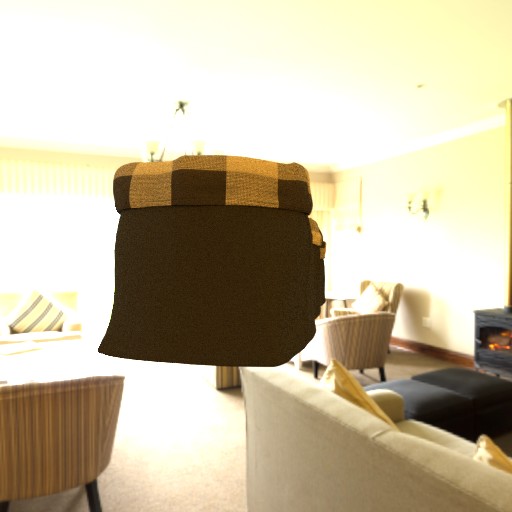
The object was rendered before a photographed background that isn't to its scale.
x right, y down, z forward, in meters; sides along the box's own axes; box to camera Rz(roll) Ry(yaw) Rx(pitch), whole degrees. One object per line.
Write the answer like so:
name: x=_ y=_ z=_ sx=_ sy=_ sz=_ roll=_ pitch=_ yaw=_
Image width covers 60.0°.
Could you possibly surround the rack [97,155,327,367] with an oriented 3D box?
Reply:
rack: x=0.000 y=0.000 z=1.088 sx=0.370 sy=0.329 sz=0.889 roll=0 pitch=1 yaw=17
